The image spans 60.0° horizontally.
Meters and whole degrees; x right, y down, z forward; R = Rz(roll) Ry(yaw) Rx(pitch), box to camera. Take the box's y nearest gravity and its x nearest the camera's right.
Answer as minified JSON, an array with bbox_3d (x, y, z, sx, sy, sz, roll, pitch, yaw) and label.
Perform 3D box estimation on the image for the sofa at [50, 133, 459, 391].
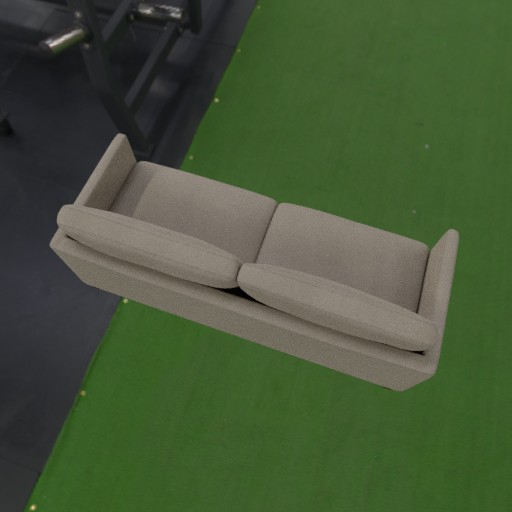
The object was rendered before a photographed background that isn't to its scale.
[{"bbox_3d":[0.000,0.000,2.961,2.404,0.912,0.988,18,66,8],"label":"sofa"}]
